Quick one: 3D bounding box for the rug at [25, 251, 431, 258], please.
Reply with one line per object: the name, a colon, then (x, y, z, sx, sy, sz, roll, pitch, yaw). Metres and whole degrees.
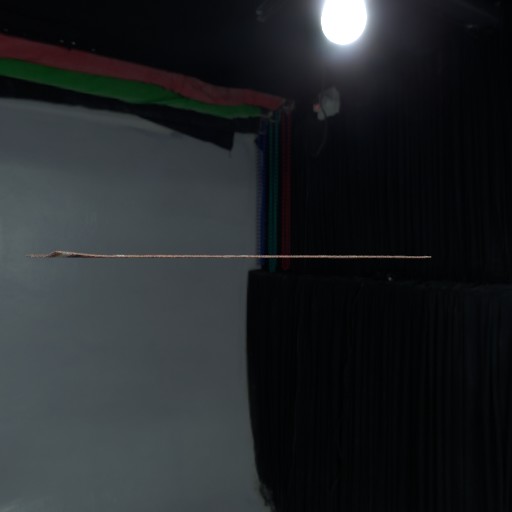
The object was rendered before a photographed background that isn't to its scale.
rug: (0.000, 0.000, 2.724, 2.444, 0.030, 0.799, 0, 0, -35)
